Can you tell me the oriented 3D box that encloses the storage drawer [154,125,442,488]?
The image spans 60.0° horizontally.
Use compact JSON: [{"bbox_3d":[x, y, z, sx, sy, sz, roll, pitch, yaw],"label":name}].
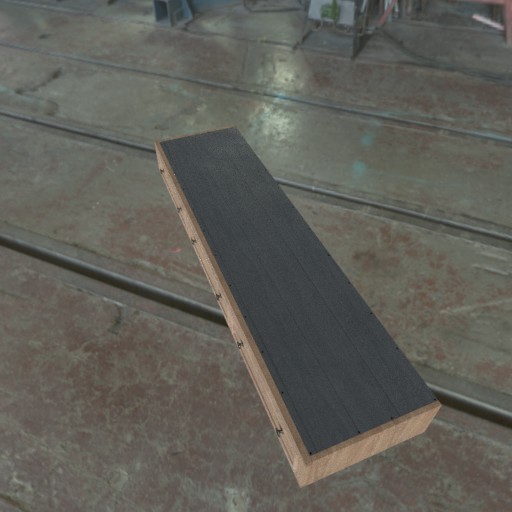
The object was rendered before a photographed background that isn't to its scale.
[{"bbox_3d":[0.000,0.000,2.188,0.538,0.264,2.032,-16,48,-15],"label":"storage drawer"}]
